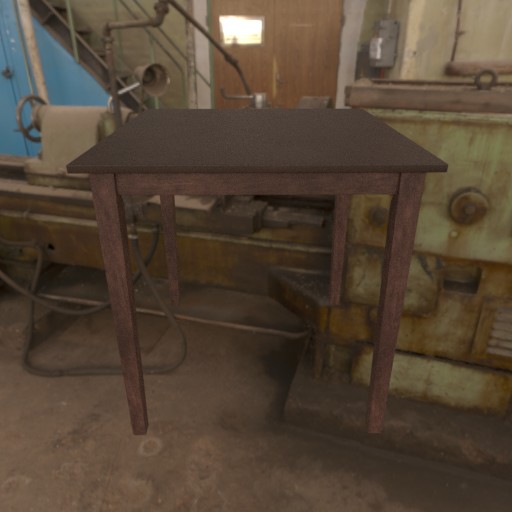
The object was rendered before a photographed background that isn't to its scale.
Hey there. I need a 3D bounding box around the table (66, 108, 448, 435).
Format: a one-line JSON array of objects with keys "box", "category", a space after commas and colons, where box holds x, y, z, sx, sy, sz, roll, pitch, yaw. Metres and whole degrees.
[{"box": [0.000, 0.000, 1.373, 0.749, 0.770, 0.749, 0, 26, -1], "category": "table"}]
